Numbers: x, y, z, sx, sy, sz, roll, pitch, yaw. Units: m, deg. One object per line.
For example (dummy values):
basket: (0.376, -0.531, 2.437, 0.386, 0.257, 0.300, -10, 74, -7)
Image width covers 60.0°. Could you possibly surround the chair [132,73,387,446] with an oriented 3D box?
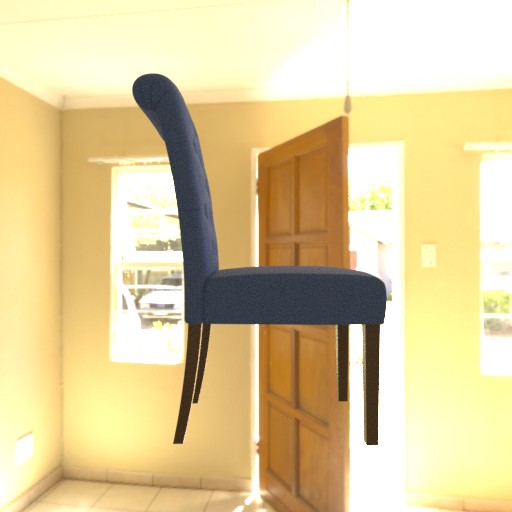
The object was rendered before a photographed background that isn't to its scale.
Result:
chair: (0.000, 0.000, 1.370, 0.671, 1.006, 0.456, 0, -1, -1)
